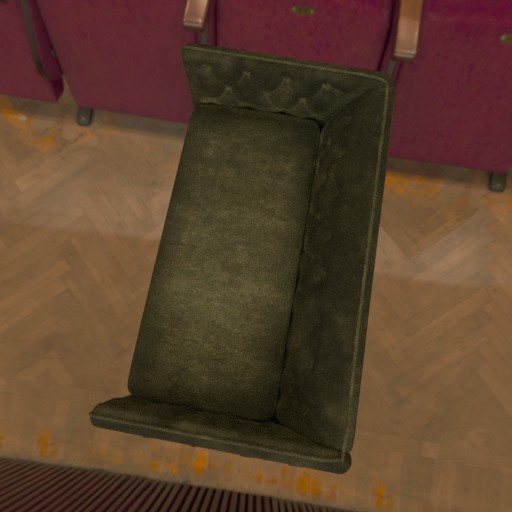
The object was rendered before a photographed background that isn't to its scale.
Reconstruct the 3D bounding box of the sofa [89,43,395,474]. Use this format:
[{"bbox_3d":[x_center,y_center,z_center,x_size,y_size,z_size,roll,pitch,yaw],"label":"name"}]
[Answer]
[{"bbox_3d":[0.000,0.000,1.977,0.895,0.768,1.537,10,77,2],"label":"sofa"}]
